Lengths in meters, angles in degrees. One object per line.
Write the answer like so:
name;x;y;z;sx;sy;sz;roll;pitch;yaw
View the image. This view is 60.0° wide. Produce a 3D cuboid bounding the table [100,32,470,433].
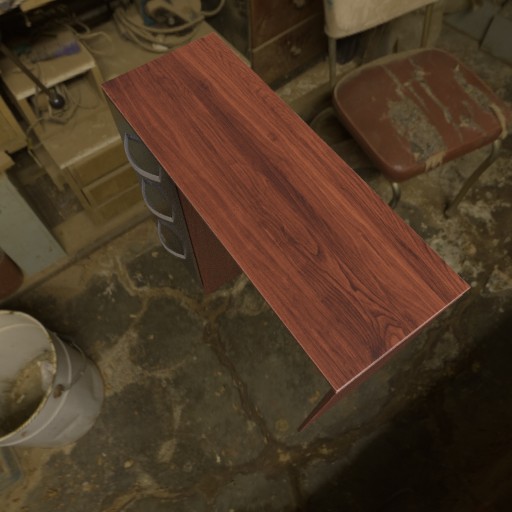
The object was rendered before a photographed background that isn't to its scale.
table;0.000;0.000;1.347;0.380;0.790;0.930;-33;68;-15
